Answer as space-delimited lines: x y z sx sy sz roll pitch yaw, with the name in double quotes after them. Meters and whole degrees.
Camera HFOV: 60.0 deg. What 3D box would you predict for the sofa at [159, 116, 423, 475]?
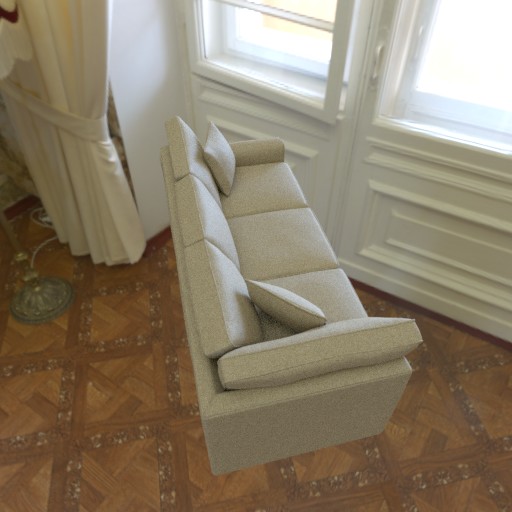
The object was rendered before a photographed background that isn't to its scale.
0.000 0.000 2.936 1.053 0.948 2.323 -9 46 -9 "sofa"
